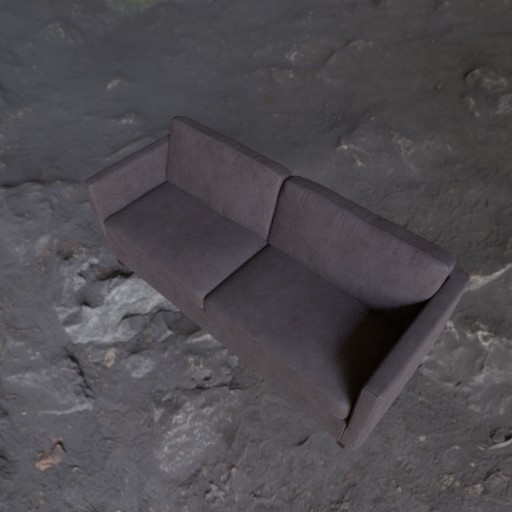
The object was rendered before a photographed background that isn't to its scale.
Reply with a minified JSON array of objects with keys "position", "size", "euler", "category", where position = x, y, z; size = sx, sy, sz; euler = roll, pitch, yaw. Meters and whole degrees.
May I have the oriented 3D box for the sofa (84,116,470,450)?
[{"position":[0.000,0.000,2.759],"size":[2.208,0.965,0.951],"euler":[34,56,27],"category":"sofa"}]
